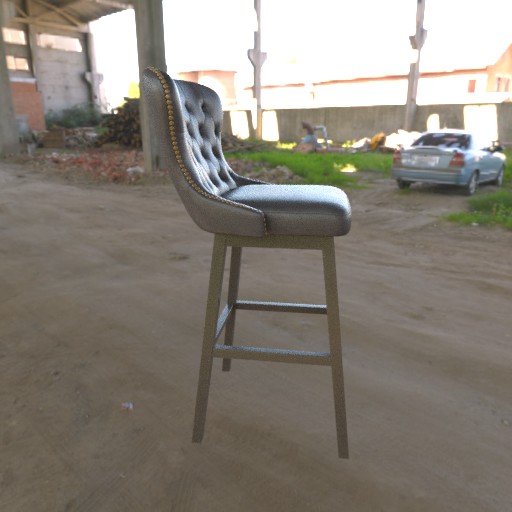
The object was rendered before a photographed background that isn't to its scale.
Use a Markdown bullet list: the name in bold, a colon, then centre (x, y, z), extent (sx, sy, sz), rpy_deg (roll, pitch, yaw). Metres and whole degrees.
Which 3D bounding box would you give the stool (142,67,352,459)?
- **stool**: centre (0.000, 0.000, 1.366), extent (0.601, 1.050, 0.528), rpy_deg (2, 16, 8)
